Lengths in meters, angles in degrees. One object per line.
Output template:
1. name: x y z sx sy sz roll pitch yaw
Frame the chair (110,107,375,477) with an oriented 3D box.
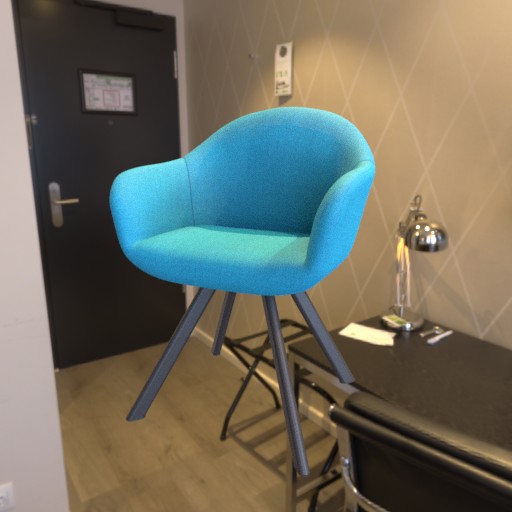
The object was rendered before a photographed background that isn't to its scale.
1. chair: 0.000 0.000 1.186 0.590 0.795 0.550 6 15 24
